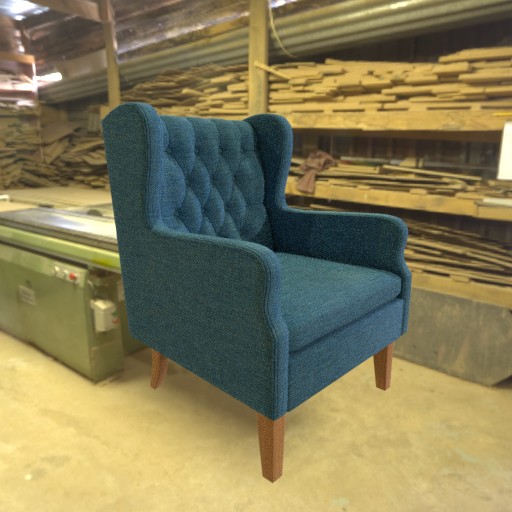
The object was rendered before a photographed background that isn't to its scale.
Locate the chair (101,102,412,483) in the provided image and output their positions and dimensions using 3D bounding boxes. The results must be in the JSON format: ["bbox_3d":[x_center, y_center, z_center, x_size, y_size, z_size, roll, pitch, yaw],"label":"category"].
[{"bbox_3d":[0.000,0.000,1.467,0.775,0.952,0.711,12,18,41],"label":"chair"}]
